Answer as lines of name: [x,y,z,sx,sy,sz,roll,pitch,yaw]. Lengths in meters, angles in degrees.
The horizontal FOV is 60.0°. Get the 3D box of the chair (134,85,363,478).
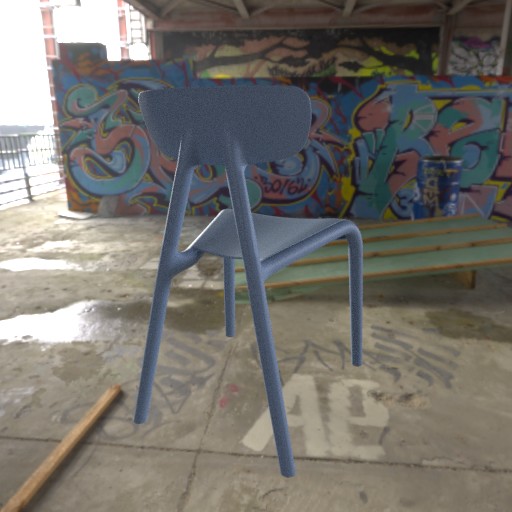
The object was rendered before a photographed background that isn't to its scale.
chair: [0.000,0.000,0.844,0.356,0.580,0.401,8,18,25]
